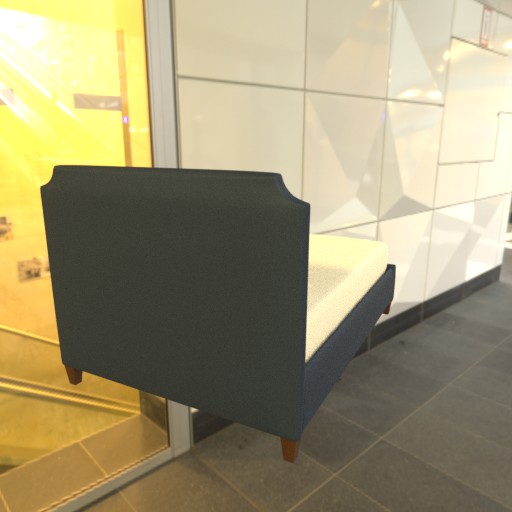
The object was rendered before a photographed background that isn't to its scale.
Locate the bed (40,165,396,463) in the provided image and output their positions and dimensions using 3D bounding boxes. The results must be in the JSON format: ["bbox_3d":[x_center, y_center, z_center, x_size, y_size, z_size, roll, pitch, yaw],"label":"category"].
[{"bbox_3d":[0.000,0.000,3.385,1.712,1.443,2.372,8,16,27],"label":"bed"}]
